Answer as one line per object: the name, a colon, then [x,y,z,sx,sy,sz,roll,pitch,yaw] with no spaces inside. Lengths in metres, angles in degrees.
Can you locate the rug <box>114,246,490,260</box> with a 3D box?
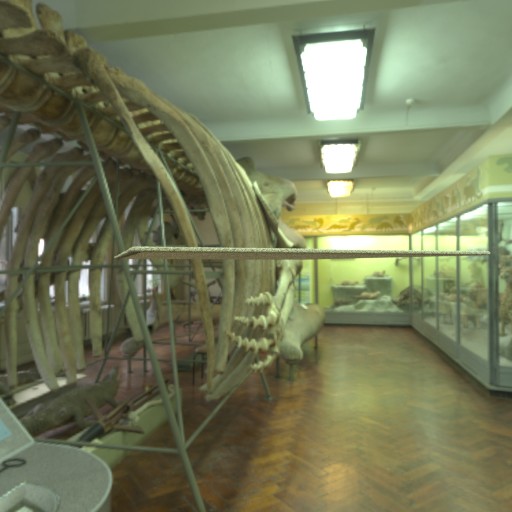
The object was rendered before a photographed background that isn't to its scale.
rug: [0.000,0.000,4.132,2.438,0.029,3.047,0,-1,-19]
